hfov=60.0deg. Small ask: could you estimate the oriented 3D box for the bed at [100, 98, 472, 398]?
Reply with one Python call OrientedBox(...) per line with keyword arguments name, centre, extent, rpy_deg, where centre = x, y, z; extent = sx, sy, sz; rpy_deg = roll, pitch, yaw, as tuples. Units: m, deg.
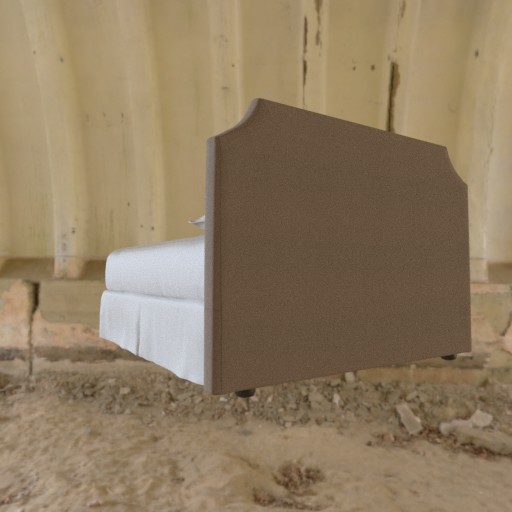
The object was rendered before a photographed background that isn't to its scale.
OrientedBox(name="bed", centre=(0.000, 0.000, 3.172), extent=(1.828, 1.303, 2.164), rpy_deg=(1, -3, -33))
